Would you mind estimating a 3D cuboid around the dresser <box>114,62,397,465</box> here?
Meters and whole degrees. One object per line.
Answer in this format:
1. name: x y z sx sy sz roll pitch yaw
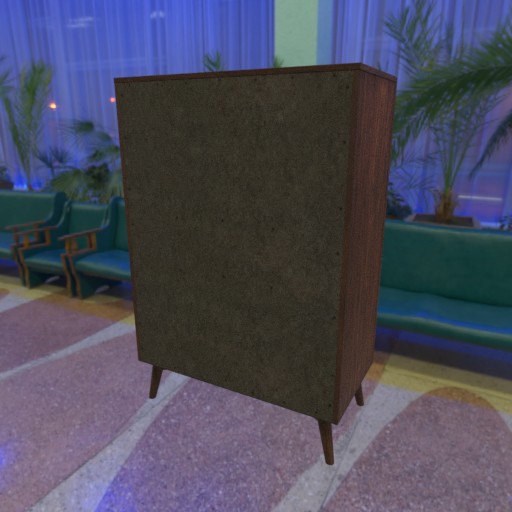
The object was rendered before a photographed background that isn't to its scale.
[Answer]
1. dresser: 0.000 0.000 1.822 0.919 1.365 0.498 9 19 27
